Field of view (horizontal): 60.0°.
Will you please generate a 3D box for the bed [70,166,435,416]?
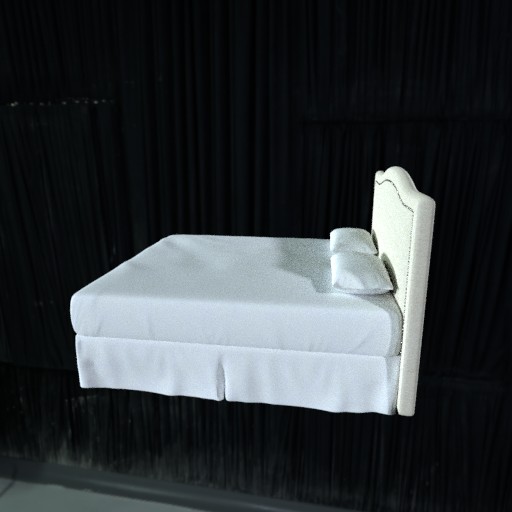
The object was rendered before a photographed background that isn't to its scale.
[{"bbox_3d":[0.000,0.000,3.549,2.182,1.421,2.083,2,15,8],"label":"bed"}]
